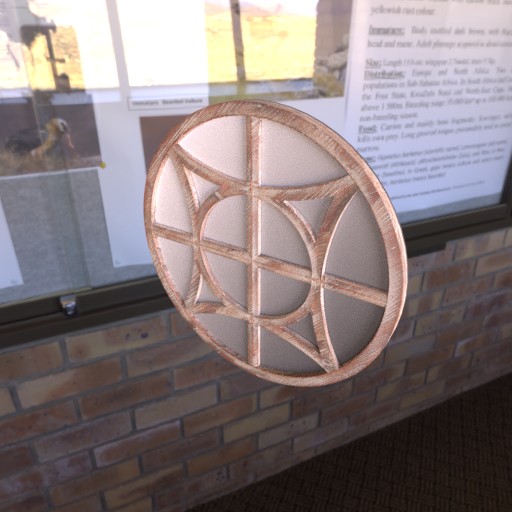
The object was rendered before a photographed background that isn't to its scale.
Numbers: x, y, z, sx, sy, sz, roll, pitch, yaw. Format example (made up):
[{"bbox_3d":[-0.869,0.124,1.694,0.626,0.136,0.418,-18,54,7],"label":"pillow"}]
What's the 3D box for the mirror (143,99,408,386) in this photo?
[{"bbox_3d":[0.000,0.000,1.064,0.710,0.710,0.038,17,32,29],"label":"mirror"}]
